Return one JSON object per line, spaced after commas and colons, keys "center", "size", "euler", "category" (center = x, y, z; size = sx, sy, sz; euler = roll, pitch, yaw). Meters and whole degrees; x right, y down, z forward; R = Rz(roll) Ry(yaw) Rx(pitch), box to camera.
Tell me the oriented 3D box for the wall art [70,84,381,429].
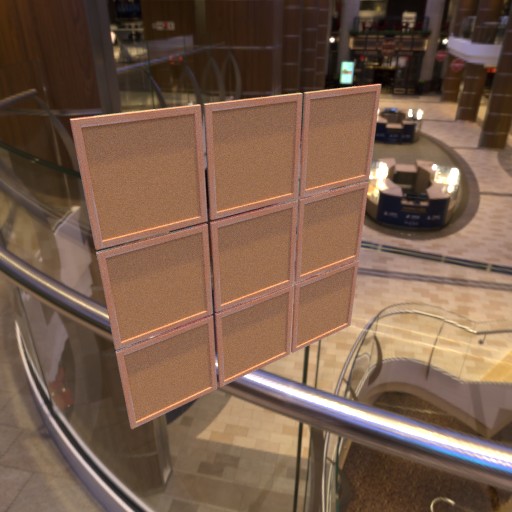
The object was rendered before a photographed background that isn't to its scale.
{"center": [0.000, 0.000, 1.796], "size": [1.216, 1.220, 0.013], "euler": [-18, 33, -29], "category": "wall art"}
